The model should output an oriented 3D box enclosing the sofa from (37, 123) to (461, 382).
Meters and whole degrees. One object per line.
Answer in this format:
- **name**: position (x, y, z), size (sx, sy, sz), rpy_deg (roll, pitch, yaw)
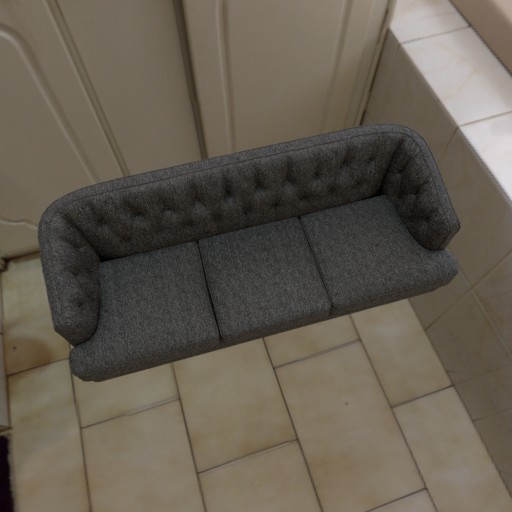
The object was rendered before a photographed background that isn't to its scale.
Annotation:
- **sofa**: position (0.000, 0.000, 2.693), size (2.278, 0.855, 0.941), rpy_deg (-14, 64, -7)
